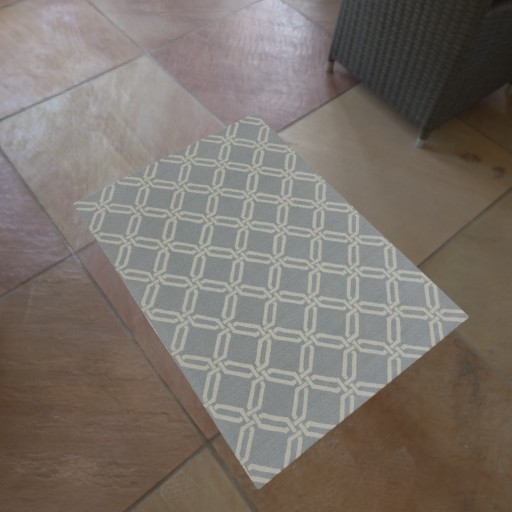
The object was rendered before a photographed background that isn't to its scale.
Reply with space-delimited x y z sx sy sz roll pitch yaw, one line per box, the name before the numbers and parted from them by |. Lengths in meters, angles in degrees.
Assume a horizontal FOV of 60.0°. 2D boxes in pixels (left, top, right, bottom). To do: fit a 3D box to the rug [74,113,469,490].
rug | 0.000 0.000 2.791 1.522 0.013 2.133 -32 64 -18
